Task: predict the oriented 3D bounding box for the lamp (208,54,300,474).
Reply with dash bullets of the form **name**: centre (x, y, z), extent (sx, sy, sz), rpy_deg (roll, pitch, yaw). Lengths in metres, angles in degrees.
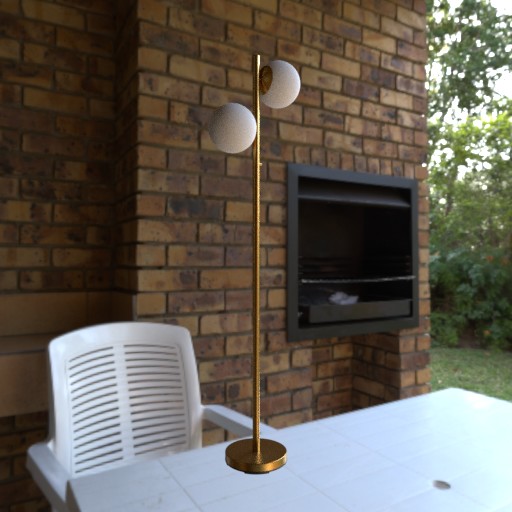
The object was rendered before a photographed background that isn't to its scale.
- **lamp**: centre (0.000, 0.000, 1.795), extent (0.419, 1.641, 0.249), rpy_deg (1, -1, -36)
